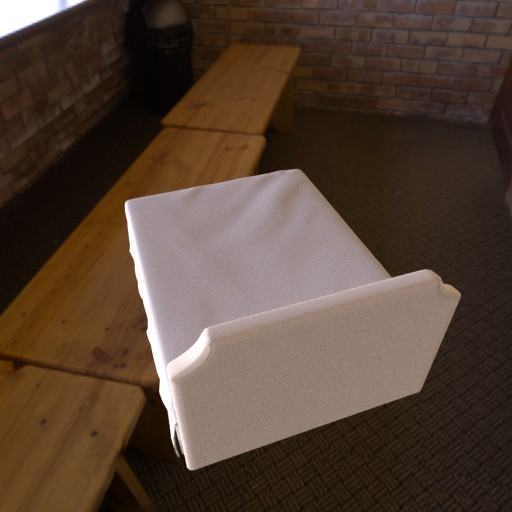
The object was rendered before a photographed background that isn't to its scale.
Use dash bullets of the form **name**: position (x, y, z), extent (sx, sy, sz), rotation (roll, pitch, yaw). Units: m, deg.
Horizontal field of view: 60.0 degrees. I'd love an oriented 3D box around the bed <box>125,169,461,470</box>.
- **bed**: position (0.000, 0.000, 3.646), extent (1.977, 1.293, 2.498), rotation (-13, 43, -15)
